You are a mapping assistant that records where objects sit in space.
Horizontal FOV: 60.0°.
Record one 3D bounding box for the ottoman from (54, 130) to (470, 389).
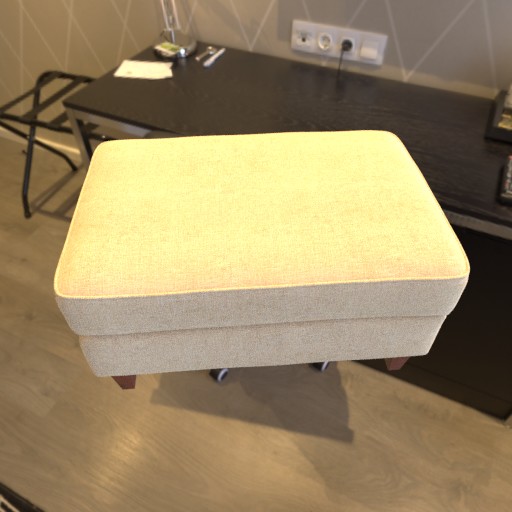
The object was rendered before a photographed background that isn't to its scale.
[{"bbox_3d":[0.000,0.000,1.211,0.862,0.484,0.583,-3,46,-3],"label":"ottoman"}]
